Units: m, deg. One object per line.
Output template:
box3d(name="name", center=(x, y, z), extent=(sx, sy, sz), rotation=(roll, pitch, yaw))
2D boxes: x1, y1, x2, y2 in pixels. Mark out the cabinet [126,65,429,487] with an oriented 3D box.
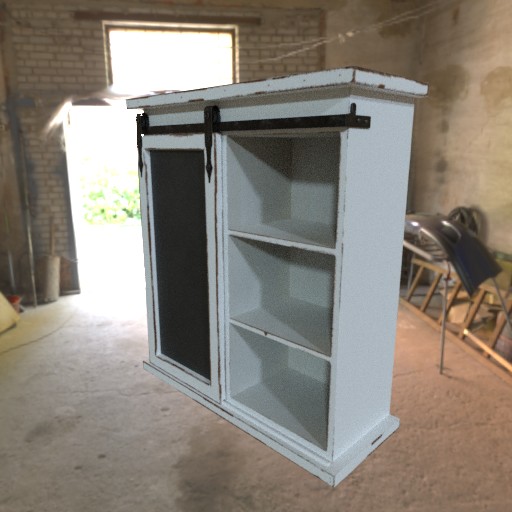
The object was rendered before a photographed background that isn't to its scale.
box3d(name="cabinet", center=(0.000, 0.000, 0.864), extent=(0.541, 0.603, 0.210), rotation=(13, 19, 43))
